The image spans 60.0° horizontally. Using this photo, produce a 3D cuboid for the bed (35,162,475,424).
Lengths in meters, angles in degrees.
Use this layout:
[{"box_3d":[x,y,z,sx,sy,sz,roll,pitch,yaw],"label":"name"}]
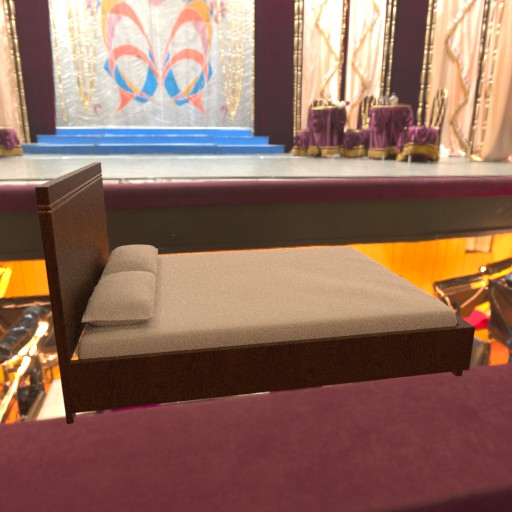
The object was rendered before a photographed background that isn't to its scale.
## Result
[{"box_3d":[0.000,0.000,3.001,2.221,1.169,1.613,-3,16,-11],"label":"bed"}]
